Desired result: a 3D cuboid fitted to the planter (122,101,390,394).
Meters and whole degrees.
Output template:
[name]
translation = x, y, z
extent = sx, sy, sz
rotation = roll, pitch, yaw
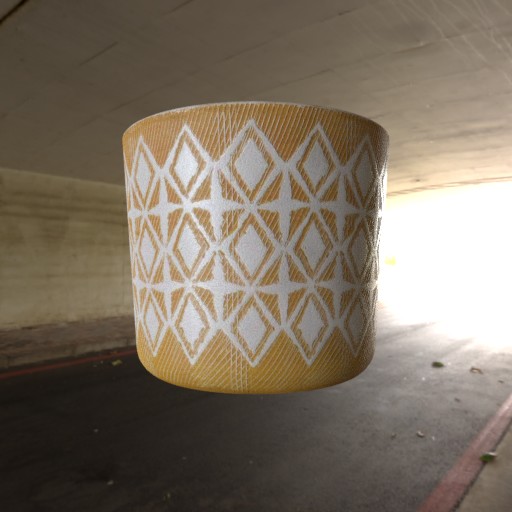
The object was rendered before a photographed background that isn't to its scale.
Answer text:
[planter]
translation = 0.000, 0.000, 0.333
extent = 0.193, 0.165, 0.193
rotation = 0, -1, 0
